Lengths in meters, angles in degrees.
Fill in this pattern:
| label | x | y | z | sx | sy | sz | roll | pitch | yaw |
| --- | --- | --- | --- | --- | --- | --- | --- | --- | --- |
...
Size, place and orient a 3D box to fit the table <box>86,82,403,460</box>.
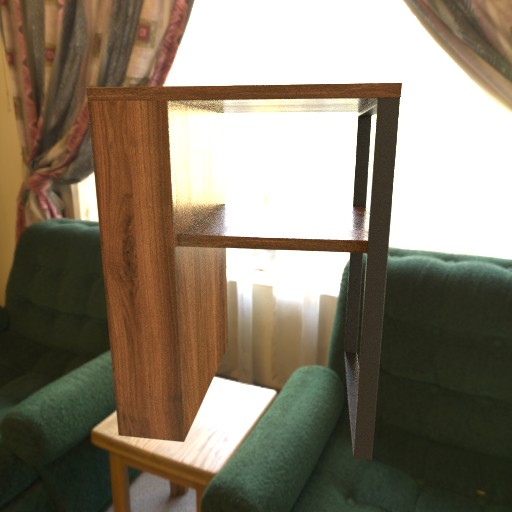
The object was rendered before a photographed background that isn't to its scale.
| label | x | y | z | sx | sy | sz | roll | pitch | yaw |
| --- | --- | --- | --- | --- | --- | --- | --- | --- | --- |
| table | 0.000 | 0.000 | 1.533 | 0.786 | 1.041 | 0.660 | 2 | 15 | 8 |
